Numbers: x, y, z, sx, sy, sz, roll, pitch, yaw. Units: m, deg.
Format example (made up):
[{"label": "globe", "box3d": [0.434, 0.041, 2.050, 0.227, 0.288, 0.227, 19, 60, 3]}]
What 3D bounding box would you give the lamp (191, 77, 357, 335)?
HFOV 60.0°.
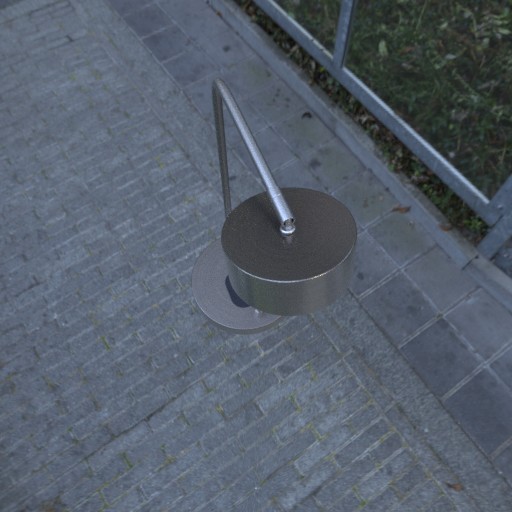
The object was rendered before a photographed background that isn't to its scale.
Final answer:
[{"label": "lamp", "box3d": [0.000, 0.000, 0.663, 0.211, 0.469, 0.334, -19, 64, -9]}]
